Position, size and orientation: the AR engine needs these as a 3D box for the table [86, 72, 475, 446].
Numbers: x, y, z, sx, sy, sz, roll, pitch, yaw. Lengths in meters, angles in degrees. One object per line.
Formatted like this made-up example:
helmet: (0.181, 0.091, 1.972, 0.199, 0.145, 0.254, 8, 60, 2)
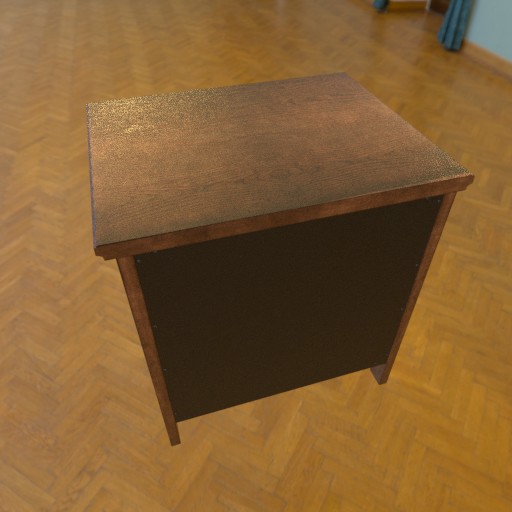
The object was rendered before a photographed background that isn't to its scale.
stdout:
table: (0.000, 0.000, 0.999, 0.586, 0.597, 0.461, -12, 44, -13)
